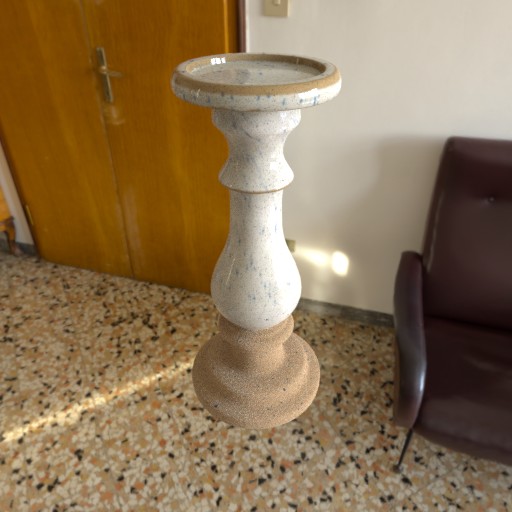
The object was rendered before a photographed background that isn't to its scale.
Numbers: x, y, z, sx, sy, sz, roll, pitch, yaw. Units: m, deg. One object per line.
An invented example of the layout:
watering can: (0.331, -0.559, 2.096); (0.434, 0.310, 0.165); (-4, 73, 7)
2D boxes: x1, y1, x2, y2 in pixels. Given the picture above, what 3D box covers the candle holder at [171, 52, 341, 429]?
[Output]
candle holder: (0.000, 0.000, 0.253); (0.088, 0.203, 0.088); (0, 34, 0)
